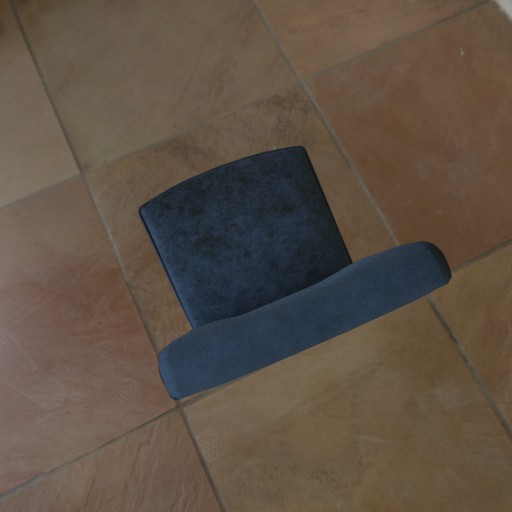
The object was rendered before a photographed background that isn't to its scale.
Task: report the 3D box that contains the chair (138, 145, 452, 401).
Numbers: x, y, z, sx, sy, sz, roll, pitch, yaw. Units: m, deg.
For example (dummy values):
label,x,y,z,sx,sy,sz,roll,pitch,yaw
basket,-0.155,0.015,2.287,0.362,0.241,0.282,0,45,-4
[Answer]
label,x,y,z,sx,sy,sz,roll,pitch,yaw
chair,0.000,0.000,1.173,0.521,0.806,0.551,-22,76,-6
